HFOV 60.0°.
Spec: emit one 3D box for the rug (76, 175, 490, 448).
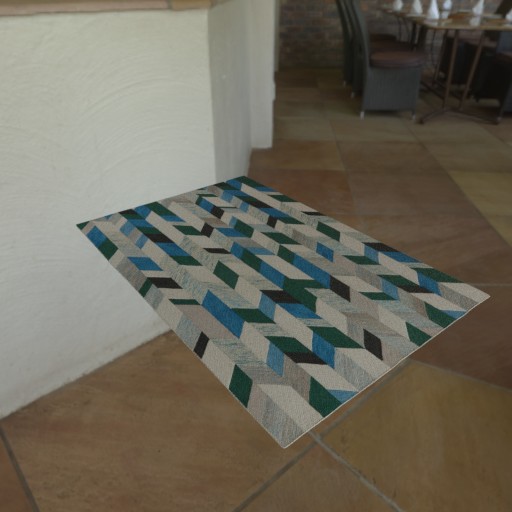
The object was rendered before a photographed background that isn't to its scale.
[{"bbox_3d":[0.000,0.000,2.262,1.229,0.005,1.827,-23,38,-32],"label":"rug"}]
